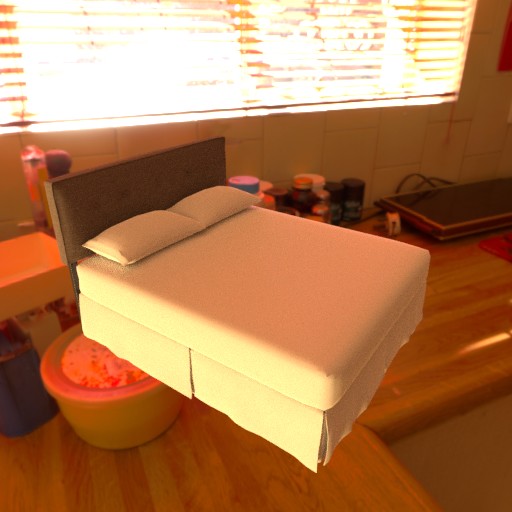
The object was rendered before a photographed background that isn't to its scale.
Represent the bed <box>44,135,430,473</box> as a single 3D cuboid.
[{"bbox_3d":[0.000,0.000,2.872,1.894,1.089,1.610,17,31,31],"label":"bed"}]
